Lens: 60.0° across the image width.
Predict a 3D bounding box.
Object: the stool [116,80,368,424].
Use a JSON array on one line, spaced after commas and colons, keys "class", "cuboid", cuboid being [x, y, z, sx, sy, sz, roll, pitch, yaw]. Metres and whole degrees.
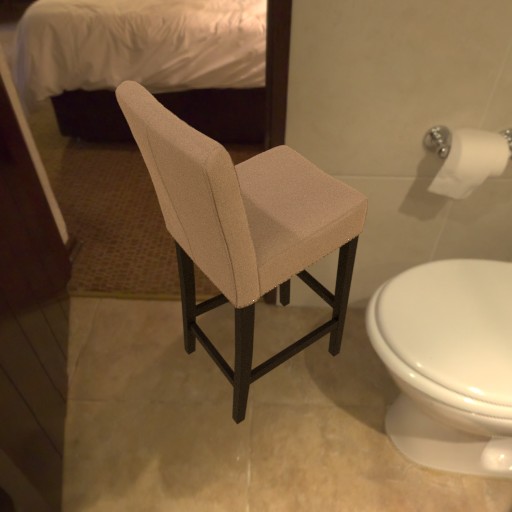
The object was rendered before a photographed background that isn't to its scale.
[{"class": "stool", "cuboid": [0.000, 0.000, 1.349, 0.548, 1.047, 0.411, -26, 48, -25]}]
